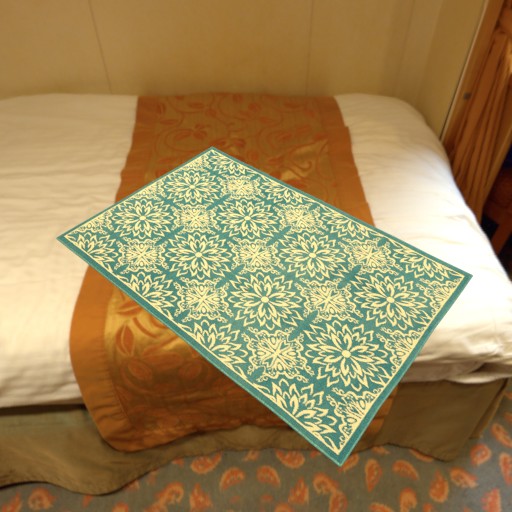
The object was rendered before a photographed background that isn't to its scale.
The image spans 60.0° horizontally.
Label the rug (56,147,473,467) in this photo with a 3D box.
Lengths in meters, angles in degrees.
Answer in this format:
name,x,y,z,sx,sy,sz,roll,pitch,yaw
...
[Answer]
name,x,y,z,sx,sy,sz,roll,pitch,yaw
rug,0.000,0.000,3.502,2.769,0.018,1.830,31,53,27
